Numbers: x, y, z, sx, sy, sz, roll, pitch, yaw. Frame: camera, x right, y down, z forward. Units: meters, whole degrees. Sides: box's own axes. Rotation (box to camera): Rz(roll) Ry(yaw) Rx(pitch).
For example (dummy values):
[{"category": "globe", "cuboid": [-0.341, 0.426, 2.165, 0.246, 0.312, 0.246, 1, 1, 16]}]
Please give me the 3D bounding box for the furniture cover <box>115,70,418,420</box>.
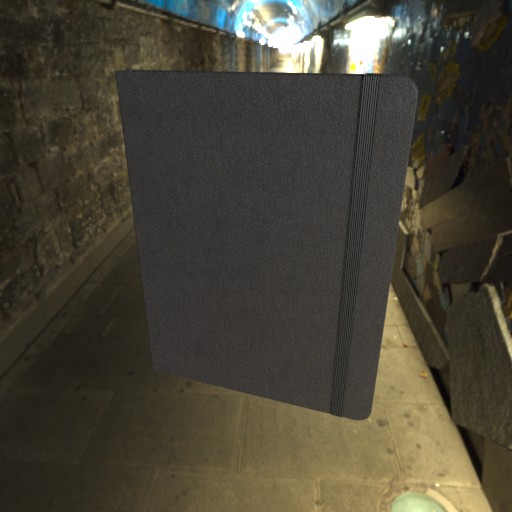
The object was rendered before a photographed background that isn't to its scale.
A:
[{"category": "furniture cover", "cuboid": [0.000, 0.000, 0.366, 0.216, 0.281, 0.023, 8, 26, 17]}]
